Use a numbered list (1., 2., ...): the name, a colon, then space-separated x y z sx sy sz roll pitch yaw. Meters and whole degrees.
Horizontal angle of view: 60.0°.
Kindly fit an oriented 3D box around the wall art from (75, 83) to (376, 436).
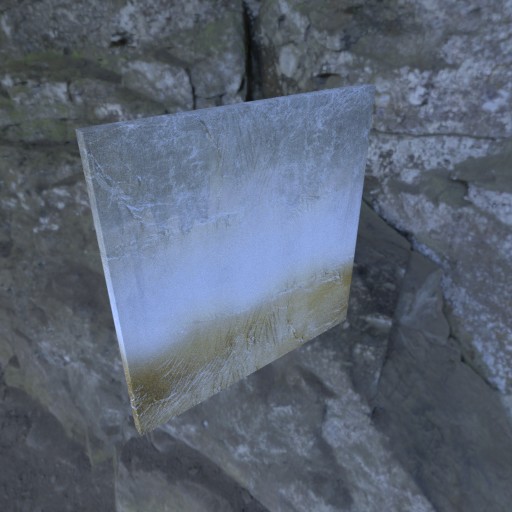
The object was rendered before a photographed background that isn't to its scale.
1. wall art: 0.000 0.000 1.638 1.092 1.091 0.051 -22 36 -32
